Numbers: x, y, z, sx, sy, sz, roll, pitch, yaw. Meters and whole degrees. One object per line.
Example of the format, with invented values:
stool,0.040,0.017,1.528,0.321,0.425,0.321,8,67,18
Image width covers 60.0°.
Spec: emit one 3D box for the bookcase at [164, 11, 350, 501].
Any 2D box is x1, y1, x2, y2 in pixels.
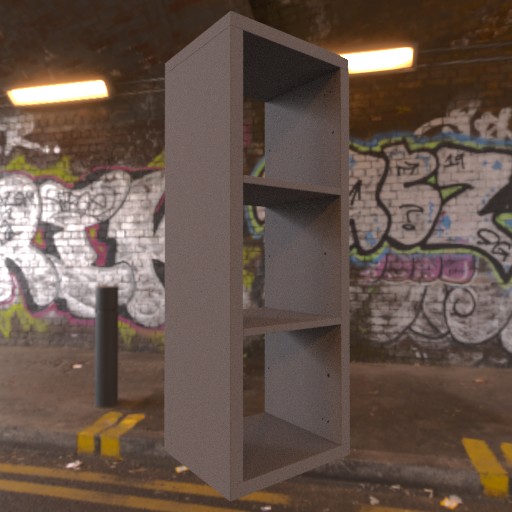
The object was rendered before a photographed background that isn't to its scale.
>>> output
bookcase,0.000,0.000,1.223,0.390,1.080,0.330,0,-1,-37
